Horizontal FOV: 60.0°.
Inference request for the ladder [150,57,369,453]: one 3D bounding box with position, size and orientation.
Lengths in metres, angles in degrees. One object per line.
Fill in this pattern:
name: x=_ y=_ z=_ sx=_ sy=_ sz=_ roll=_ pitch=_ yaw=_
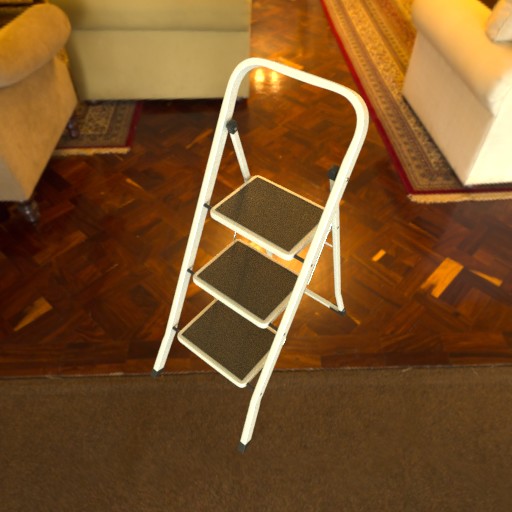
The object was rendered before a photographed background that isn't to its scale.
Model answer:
ladder: x=0.000 y=0.000 z=1.385 sx=0.460 sy=1.050 sz=0.711 roll=31 pitch=55 yaw=25
